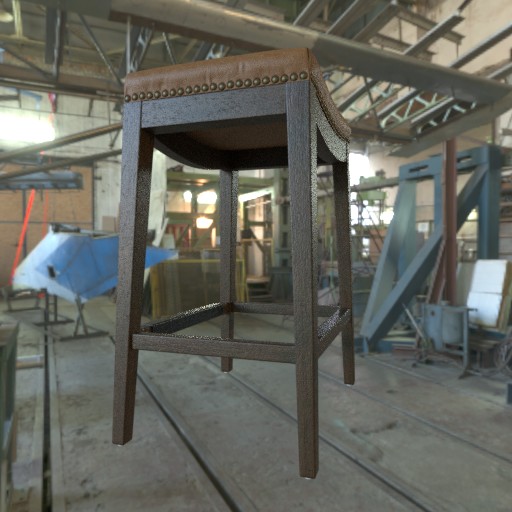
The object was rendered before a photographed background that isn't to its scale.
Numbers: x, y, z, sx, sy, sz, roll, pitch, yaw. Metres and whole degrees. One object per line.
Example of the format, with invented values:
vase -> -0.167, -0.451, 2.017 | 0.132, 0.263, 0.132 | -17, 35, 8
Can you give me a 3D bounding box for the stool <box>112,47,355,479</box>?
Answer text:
stool -> 0.000, 0.000, 0.945 | 0.361, 0.660, 0.500 | 0, 1, 19
